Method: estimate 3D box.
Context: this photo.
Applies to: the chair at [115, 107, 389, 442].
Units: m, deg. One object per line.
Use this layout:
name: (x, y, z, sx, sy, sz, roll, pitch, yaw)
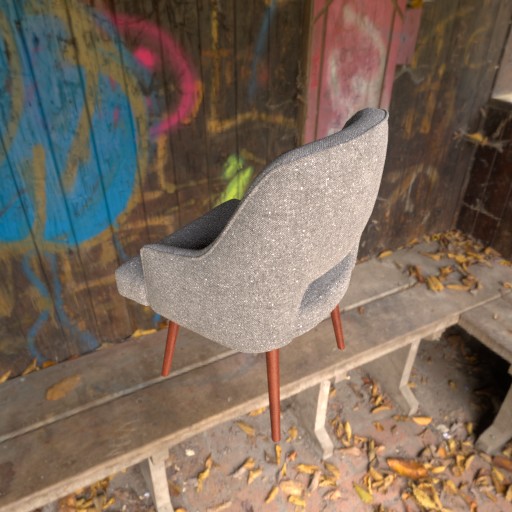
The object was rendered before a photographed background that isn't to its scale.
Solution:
chair: (0.000, 0.000, 1.320, 0.629, 0.875, 0.608, 20, 38, 28)
